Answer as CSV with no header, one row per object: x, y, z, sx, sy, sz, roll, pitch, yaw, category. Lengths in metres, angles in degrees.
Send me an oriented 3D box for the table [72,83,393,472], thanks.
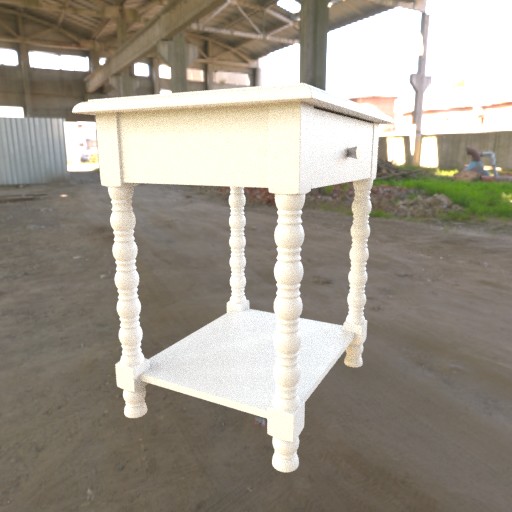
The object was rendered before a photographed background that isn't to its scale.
0.000,0.000,0.830,0.381,0.531,0.460,7,14,27,table
